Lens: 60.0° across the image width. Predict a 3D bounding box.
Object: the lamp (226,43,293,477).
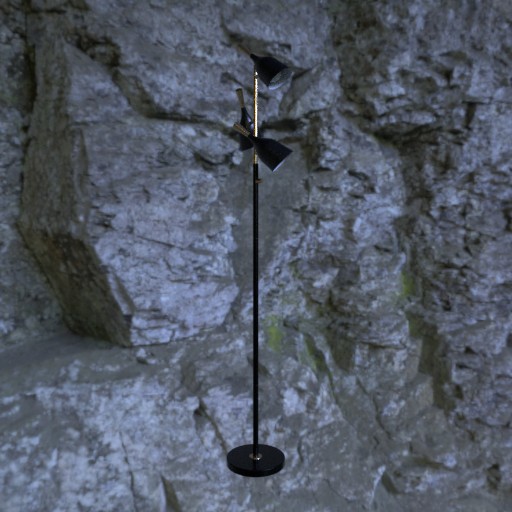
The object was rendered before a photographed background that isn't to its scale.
[{"bbox_3d":[0.000,0.000,1.895,0.253,1.778,0.434,0,1,-20],"label":"lamp"}]
